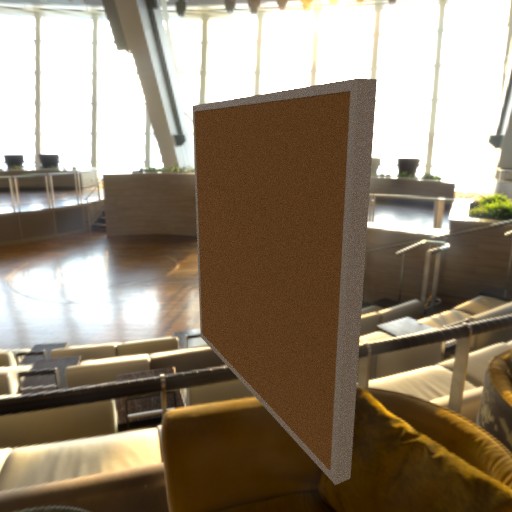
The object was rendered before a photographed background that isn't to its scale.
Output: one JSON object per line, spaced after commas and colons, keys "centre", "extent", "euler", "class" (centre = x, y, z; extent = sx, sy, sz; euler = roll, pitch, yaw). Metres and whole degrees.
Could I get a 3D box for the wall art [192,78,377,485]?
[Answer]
{"centre": [0.000, 0.000, 1.122], "extent": [0.038, 0.762, 0.762], "euler": [-8, 17, -26], "class": "wall art"}
